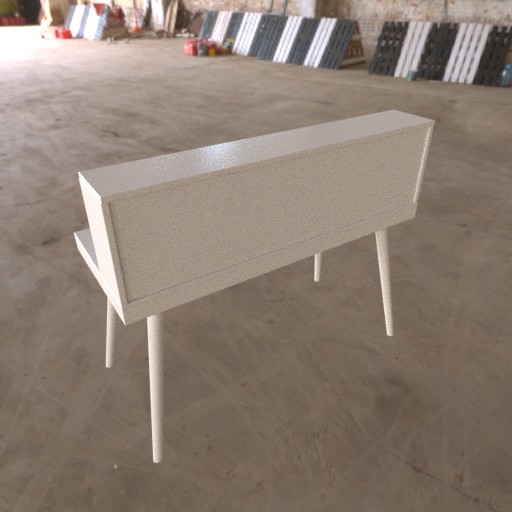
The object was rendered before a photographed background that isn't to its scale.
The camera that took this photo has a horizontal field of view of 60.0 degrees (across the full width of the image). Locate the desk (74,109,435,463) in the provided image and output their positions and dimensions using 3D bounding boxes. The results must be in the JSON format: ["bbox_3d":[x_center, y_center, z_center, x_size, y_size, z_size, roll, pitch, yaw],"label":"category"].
[{"bbox_3d":[0.000,0.000,1.742,1.199,0.990,0.559,-19,37,-28],"label":"desk"}]
